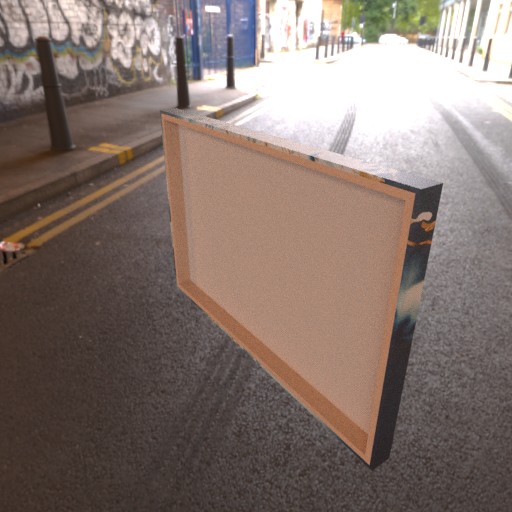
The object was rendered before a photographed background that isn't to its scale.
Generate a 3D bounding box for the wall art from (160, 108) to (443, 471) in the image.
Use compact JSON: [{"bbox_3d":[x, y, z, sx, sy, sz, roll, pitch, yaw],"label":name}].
[{"bbox_3d":[0.000,0.000,0.752,0.036,0.405,0.607,-18,32,-31],"label":"wall art"}]
